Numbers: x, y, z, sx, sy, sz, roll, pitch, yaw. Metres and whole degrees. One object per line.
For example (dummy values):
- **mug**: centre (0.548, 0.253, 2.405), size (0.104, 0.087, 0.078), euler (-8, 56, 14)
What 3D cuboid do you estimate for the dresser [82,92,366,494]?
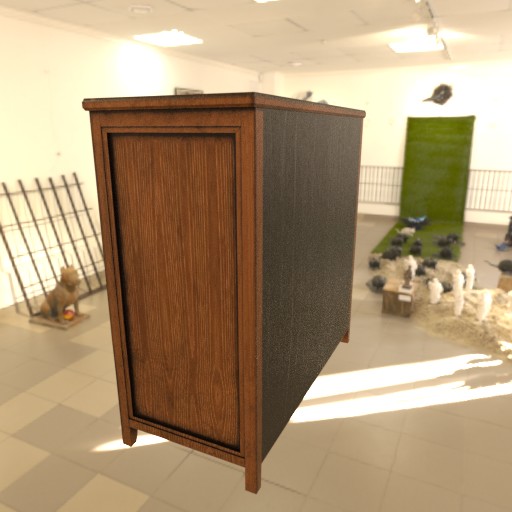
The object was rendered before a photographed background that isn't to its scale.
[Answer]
- **dresser**: centre (0.000, 0.000, 1.908), size (0.591, 1.224, 1.250), euler (7, 18, 25)
